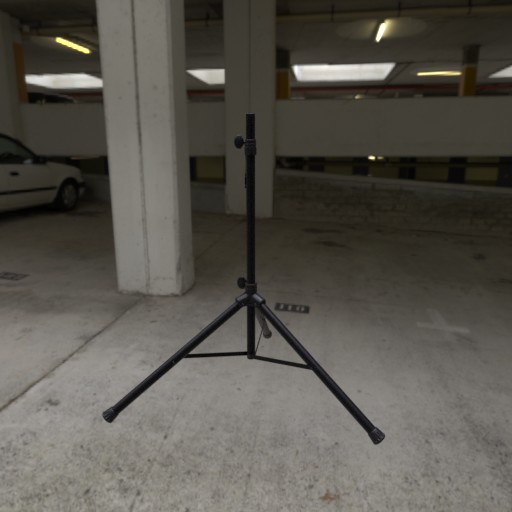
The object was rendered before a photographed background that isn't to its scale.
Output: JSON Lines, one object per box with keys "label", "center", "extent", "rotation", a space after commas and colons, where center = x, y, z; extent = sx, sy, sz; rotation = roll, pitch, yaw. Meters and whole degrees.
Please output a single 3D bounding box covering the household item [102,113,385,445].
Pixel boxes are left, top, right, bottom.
{"label": "household item", "center": [0.000, 0.000, 1.890], "extent": [1.045, 1.136, 0.907], "rotation": [2, 14, 9]}
